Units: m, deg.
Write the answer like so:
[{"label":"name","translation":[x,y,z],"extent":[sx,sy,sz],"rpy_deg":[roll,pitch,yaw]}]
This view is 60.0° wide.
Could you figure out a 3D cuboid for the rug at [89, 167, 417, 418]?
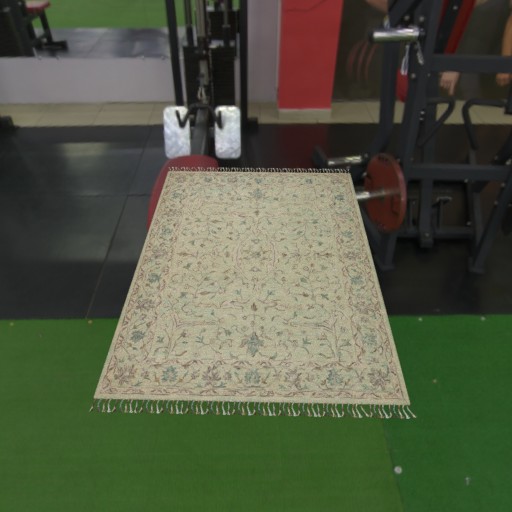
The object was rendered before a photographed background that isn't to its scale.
[{"label":"rug","translation":[0.000,0.000,2.334],"extent":[1.247,0.008,1.802],"rpy_deg":[1,41,1]}]
